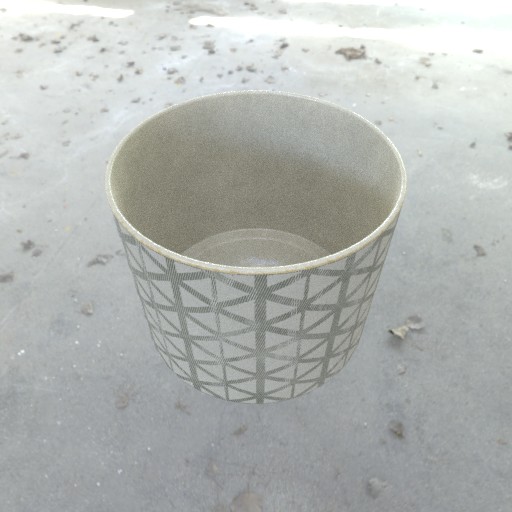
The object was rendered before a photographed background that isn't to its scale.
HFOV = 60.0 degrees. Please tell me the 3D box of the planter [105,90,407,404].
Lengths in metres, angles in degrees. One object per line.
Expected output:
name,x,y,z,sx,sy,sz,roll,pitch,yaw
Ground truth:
planter,0.000,0.000,0.463,0.250,0.239,0.250,0,47,0
